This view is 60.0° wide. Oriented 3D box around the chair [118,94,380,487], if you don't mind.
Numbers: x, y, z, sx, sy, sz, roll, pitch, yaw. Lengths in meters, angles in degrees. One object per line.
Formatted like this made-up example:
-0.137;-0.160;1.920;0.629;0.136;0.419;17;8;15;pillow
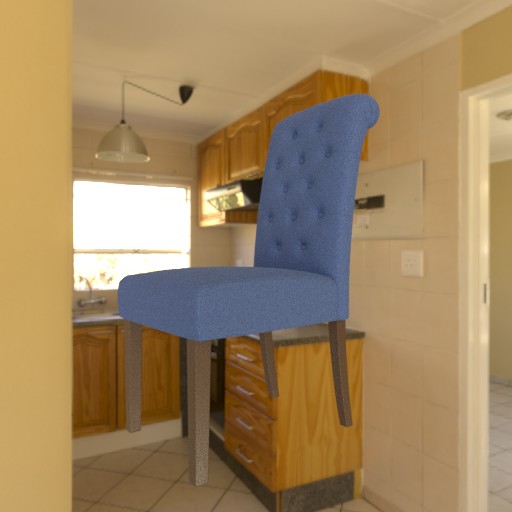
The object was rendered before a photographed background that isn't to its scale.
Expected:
0.000;0.000;1.319;0.671;1.006;0.456;0;1;-38;chair
